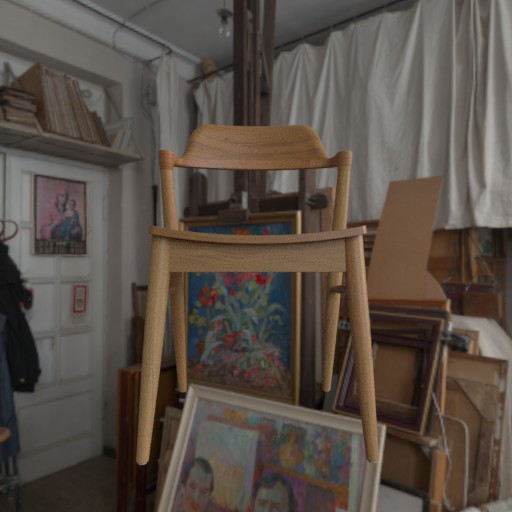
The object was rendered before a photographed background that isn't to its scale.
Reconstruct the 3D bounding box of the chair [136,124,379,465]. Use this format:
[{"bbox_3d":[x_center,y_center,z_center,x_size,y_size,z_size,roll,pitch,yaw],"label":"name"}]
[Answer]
[{"bbox_3d":[0.000,0.000,1.085,0.512,0.792,0.499,0,-1,-1],"label":"chair"}]
